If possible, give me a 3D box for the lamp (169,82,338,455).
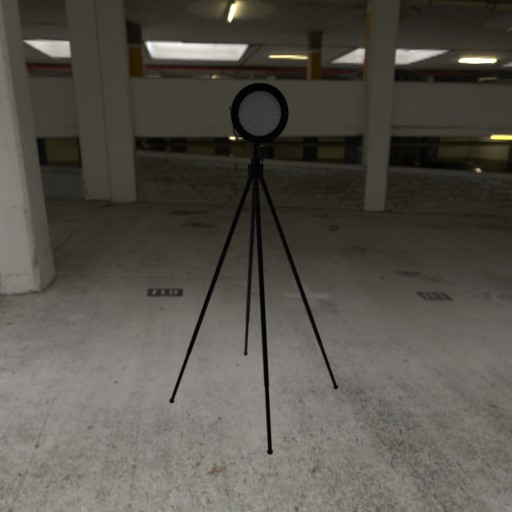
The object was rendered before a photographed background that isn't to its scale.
[{"bbox_3d":[0.000,0.000,2.077,0.879,1.504,0.884,-2,16,-8],"label":"lamp"}]
